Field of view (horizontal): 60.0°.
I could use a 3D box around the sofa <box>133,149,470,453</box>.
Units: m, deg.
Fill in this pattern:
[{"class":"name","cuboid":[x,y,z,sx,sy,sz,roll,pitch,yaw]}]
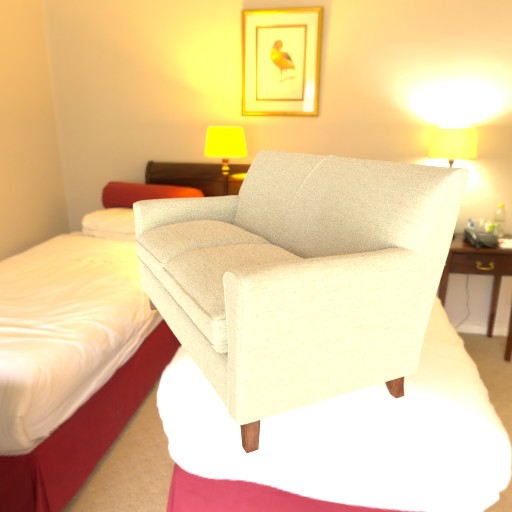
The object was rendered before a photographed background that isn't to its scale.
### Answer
[{"class":"sofa","cuboid":[0.000,0.000,2.052,0.891,0.892,1.482,-8,18,-25]}]
